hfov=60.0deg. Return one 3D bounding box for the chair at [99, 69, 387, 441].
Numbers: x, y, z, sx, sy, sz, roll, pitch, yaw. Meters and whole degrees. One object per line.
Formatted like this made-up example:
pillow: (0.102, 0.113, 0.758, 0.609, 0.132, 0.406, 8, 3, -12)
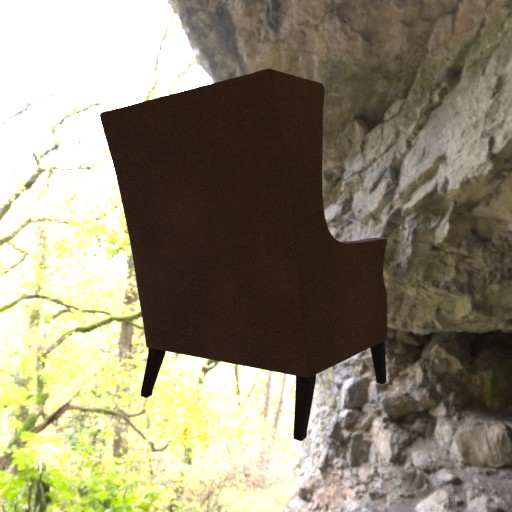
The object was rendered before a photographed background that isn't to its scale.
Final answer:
chair: (0.000, 0.000, 1.726, 0.815, 1.088, 0.913, 1, 2, 34)
